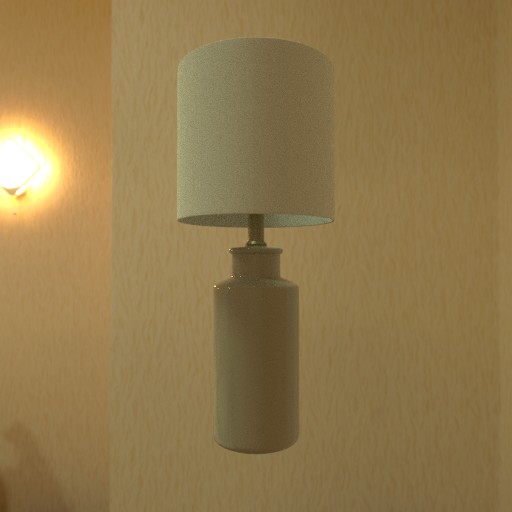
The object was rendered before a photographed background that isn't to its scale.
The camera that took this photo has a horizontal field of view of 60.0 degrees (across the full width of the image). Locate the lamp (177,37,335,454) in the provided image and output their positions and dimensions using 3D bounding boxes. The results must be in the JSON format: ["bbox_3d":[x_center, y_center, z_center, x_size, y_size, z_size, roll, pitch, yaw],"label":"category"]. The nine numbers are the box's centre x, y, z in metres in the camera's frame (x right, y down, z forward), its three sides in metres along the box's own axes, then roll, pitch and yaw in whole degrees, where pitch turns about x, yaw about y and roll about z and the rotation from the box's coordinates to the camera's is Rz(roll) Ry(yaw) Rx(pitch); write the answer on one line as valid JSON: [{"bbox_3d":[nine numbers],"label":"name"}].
[{"bbox_3d":[0.000,0.000,0.603,0.212,0.493,0.212,0,-1,-34],"label":"lamp"}]
